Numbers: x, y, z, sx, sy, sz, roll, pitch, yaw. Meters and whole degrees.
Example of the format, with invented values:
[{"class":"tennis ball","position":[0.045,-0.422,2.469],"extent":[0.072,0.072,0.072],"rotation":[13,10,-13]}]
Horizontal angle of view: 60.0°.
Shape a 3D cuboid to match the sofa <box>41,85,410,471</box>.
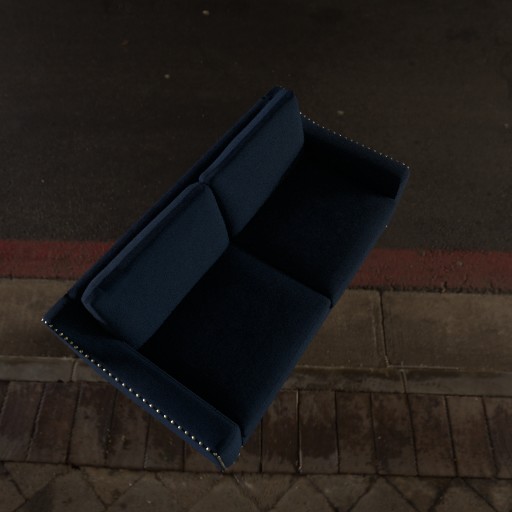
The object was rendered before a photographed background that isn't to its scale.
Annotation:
[{"class":"sofa","position":[0.000,0.000,2.711],"extent":[1.104,0.983,2.107],"rotation":[30,63,17]}]
